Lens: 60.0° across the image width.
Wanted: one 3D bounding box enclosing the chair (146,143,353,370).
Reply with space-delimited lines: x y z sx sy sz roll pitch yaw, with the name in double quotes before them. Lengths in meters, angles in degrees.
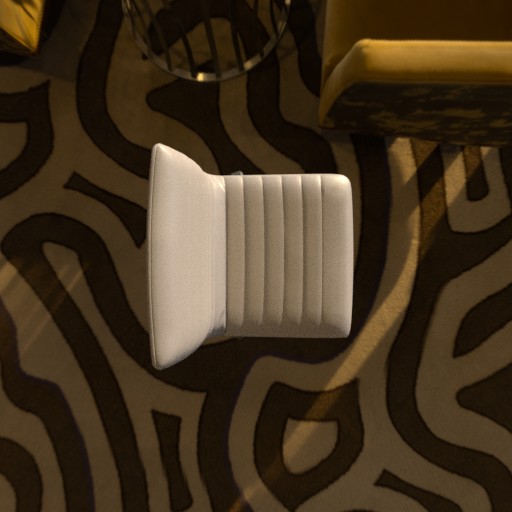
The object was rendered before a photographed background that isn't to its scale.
"chair" 0.000 0.000 1.143 0.542 0.750 0.569 0 90 0
